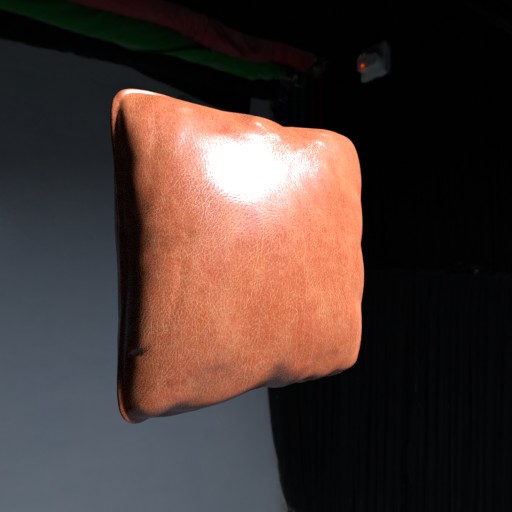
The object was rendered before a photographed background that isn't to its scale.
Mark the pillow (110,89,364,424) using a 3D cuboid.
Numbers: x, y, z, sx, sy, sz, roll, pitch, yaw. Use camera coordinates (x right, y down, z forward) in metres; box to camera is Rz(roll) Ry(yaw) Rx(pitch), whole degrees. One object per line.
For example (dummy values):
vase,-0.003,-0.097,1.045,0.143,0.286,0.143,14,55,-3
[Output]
pillow,0.000,0.000,0.820,0.532,0.523,0.236,-1,1,-36
